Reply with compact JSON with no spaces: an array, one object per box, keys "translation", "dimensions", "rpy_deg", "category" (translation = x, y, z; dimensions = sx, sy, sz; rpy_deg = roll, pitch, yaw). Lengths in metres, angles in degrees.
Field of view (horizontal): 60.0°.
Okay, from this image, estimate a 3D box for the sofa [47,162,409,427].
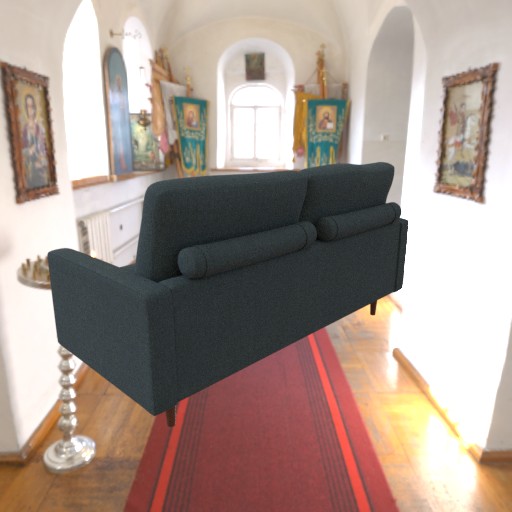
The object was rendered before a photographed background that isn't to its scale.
[{"translation":[0.000,0.000,2.574],"dimensions":[0.966,1.050,2.010],"rpy_deg":[15,21,42],"category":"sofa"}]
